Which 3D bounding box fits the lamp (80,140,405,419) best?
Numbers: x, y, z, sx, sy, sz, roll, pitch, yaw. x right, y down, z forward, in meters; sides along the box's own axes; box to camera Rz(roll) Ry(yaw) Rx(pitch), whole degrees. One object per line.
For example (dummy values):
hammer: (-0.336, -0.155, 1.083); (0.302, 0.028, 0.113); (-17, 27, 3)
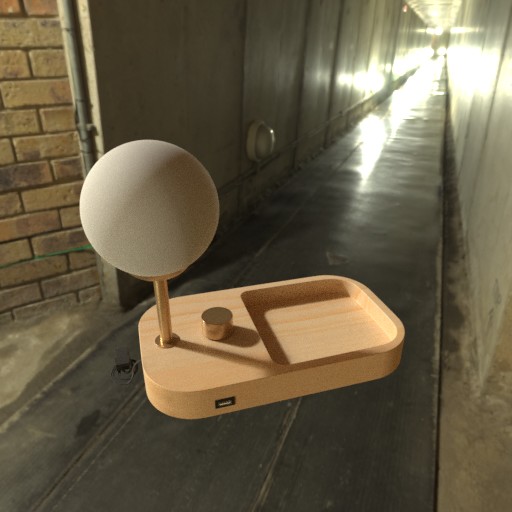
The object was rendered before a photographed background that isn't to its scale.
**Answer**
lamp: (0.000, 0.000, 0.468); (0.331, 0.253, 0.173); (-8, 28, -15)
